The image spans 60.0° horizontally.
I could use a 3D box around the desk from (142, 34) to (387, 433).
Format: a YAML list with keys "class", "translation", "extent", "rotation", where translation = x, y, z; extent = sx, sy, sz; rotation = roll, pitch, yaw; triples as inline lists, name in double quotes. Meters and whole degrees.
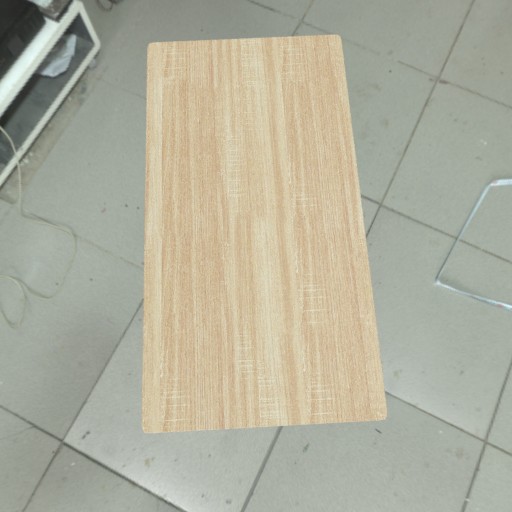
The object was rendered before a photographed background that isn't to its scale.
- class: "desk"
  translation: [0.000, 0.000, 1.329]
  extent: [0.480, 0.770, 0.884]
  rotation: [-3, 75, -1]
